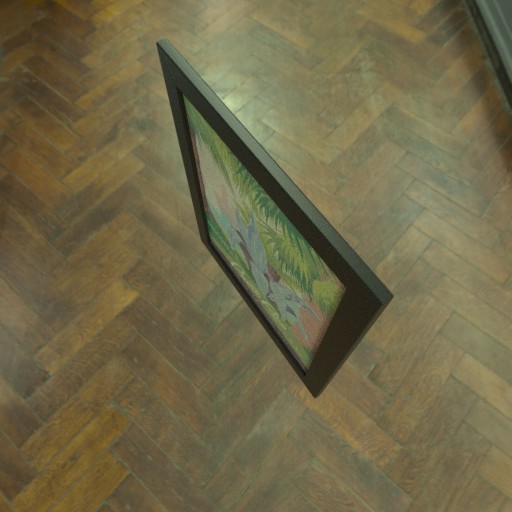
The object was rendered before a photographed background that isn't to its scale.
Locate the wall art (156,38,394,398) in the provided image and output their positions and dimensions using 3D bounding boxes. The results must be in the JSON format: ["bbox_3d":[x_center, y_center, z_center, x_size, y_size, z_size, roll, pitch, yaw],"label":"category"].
[{"bbox_3d":[0.000,0.000,0.802,0.018,0.582,0.481,-31,67,-15],"label":"wall art"}]
